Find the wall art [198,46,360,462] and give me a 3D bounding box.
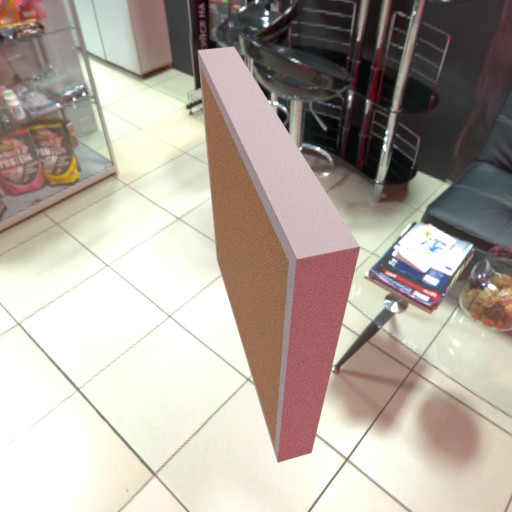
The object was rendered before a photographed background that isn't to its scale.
[{"bbox_3d":[0.000,0.000,0.458,0.038,0.305,0.305,-11,47,-11],"label":"wall art"}]
